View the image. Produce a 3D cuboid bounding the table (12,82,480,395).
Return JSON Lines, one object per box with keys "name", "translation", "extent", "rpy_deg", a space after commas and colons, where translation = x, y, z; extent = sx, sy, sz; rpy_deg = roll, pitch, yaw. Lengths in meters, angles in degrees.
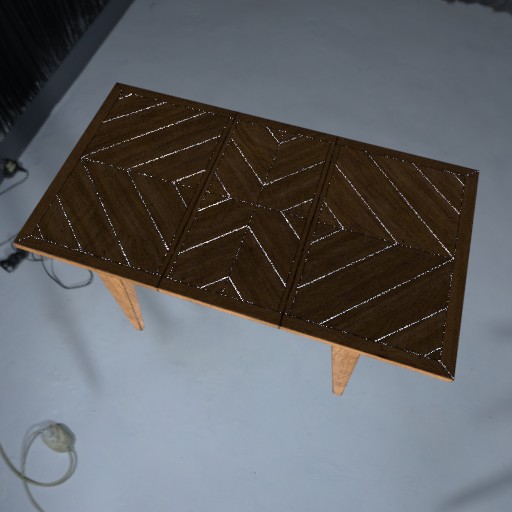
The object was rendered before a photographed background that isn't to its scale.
{"name": "table", "translation": [0.000, 0.000, 1.825], "extent": [1.400, 0.760, 0.757], "rpy_deg": [16, 64, 8]}
